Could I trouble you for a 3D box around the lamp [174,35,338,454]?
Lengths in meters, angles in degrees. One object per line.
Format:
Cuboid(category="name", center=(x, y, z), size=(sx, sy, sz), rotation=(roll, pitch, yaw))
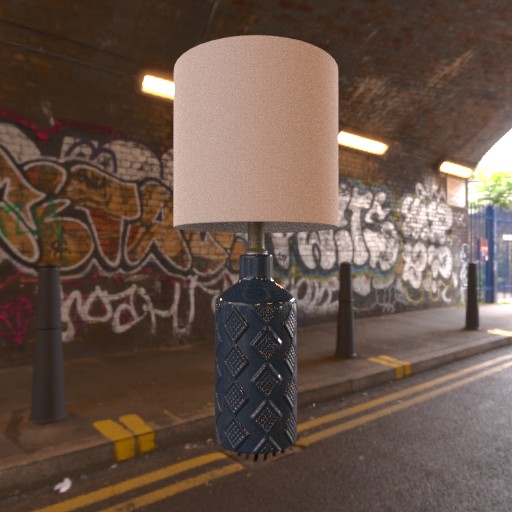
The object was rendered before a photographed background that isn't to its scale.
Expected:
Cuboid(category="lamp", center=(0.000, 0.000, 0.565), size=(0.207, 0.461, 0.207), rotation=(0, 0, 0))
